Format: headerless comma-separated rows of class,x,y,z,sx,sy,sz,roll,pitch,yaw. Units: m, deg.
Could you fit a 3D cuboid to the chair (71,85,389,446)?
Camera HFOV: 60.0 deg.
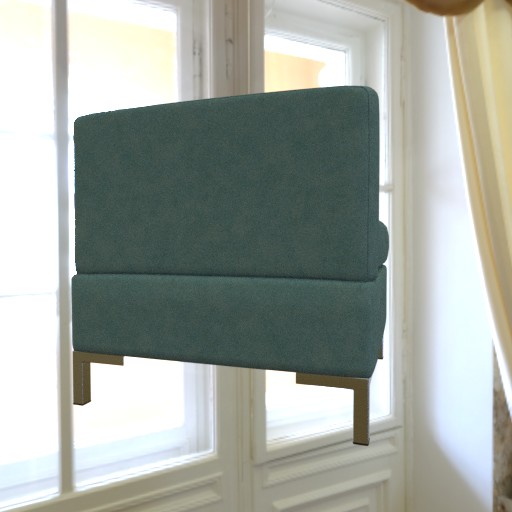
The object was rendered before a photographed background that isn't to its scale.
chair,0.000,0.000,1.202,0.684,0.660,0.685,1,2,18
